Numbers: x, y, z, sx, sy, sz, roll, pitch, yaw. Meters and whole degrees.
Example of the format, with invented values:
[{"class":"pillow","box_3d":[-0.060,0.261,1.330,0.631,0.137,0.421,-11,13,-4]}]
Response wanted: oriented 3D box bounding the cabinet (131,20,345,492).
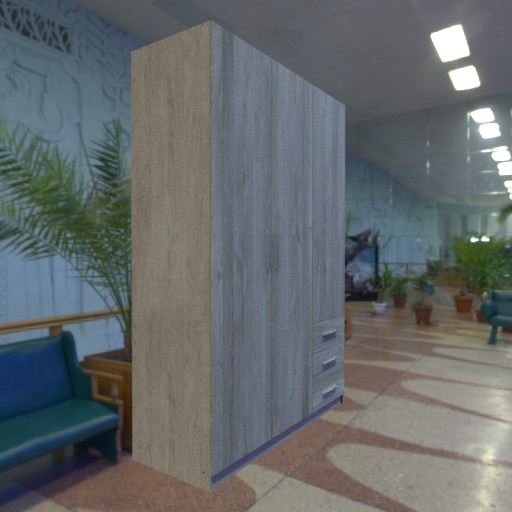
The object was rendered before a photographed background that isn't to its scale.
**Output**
[{"class":"cabinet","box_3d":[0.000,0.000,2.453,0.510,1.910,1.290,1,1,35]}]
